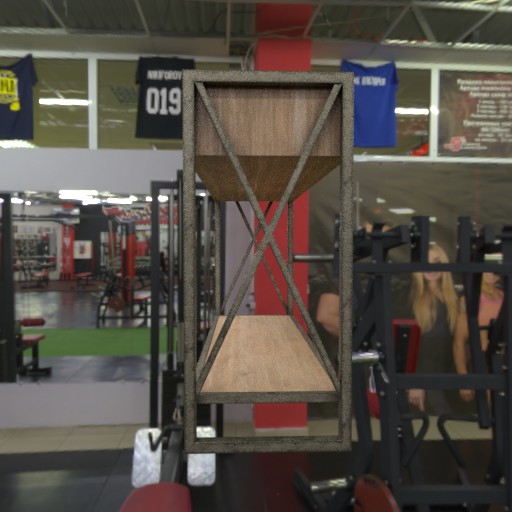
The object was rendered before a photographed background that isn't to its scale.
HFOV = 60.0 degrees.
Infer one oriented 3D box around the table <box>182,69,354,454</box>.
[{"bbox_3d":[0.000,0.000,1.411,0.361,0.763,1.059,0,2,-2],"label":"table"}]
